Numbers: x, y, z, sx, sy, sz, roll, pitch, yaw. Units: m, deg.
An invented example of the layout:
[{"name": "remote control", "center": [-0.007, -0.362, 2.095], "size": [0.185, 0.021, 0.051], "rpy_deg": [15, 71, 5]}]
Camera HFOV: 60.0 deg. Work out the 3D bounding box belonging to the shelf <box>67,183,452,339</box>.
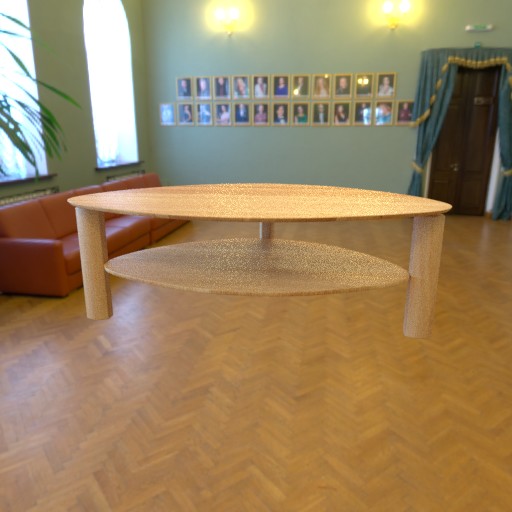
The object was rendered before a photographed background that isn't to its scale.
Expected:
[{"name": "shelf", "center": [0.000, 0.000, 1.622], "size": [1.246, 0.440, 0.845], "rpy_deg": [2, 15, 8]}]
